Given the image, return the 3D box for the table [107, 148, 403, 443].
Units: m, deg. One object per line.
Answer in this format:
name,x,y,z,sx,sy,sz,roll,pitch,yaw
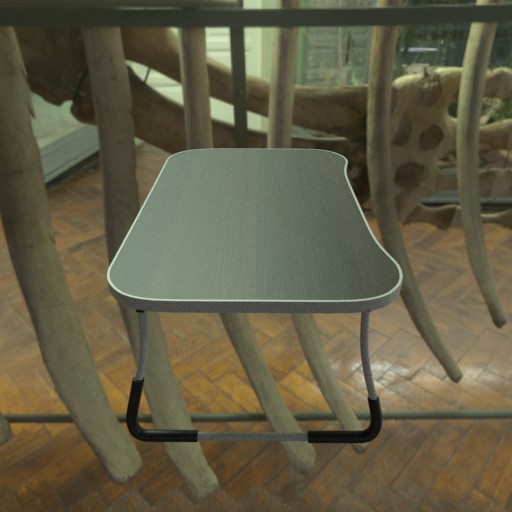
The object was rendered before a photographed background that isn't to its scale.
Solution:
table,0.000,0.000,0.856,0.400,0.232,0.660,0,31,0
